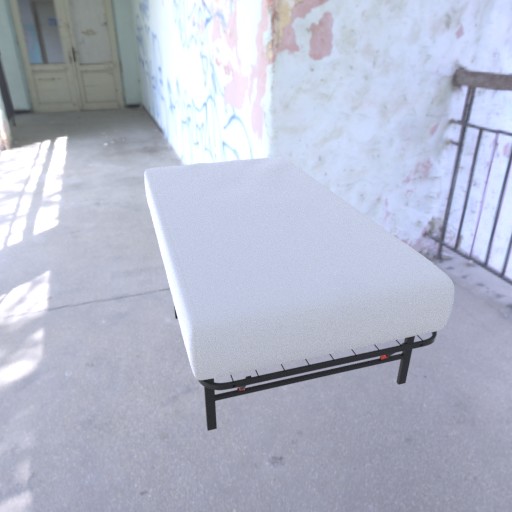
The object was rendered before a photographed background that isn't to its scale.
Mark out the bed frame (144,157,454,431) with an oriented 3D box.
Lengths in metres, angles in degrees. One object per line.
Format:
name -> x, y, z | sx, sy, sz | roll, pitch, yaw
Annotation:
bed frame -> 0.000, 0.000, 2.444 | 1.025, 0.640, 1.908 | -8, 28, -15
